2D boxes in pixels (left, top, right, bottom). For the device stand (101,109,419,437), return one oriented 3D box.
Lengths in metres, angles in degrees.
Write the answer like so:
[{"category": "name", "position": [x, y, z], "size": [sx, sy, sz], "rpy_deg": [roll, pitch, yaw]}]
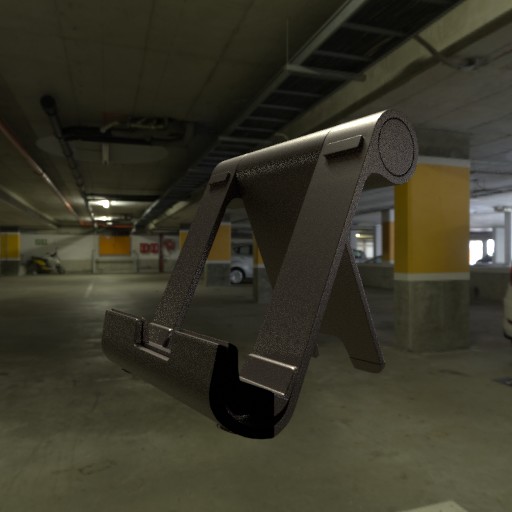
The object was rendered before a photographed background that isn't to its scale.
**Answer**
[{"category": "device stand", "position": [0.000, 0.000, 0.152], "size": [0.079, 0.084, 0.088], "rpy_deg": [0, 0, -36]}]
